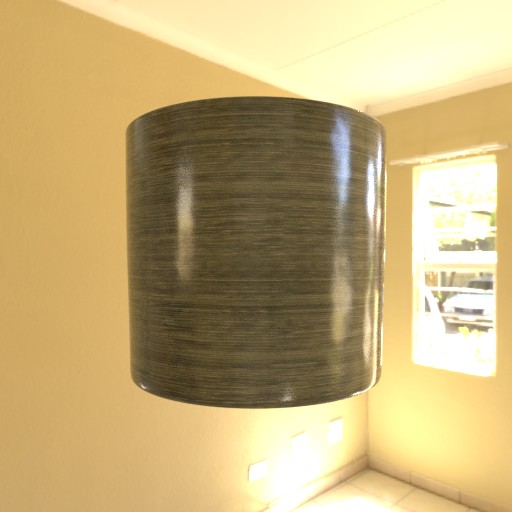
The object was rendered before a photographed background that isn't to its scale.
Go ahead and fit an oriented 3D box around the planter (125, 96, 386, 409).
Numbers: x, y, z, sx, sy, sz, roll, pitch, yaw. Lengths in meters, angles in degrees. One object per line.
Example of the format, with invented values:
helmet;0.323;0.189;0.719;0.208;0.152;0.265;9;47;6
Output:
planter;0.000;0.000;0.391;0.221;0.201;0.221;0;-1;0
